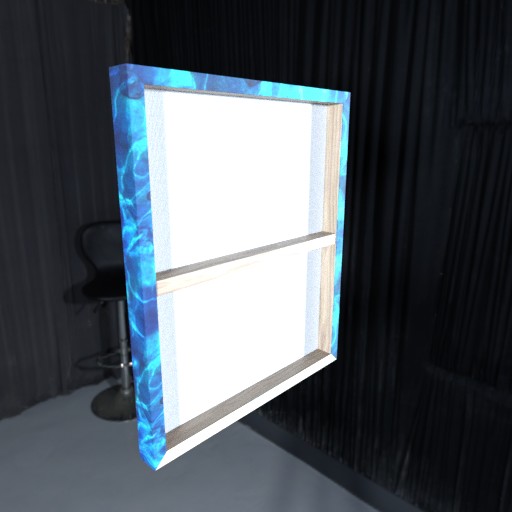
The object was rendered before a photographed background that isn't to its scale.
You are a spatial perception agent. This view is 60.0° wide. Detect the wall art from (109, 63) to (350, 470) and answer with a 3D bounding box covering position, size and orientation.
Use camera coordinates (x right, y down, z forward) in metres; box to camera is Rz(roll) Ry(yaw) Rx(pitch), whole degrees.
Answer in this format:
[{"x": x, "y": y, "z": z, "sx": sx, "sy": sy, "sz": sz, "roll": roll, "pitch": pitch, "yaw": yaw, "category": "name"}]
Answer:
[{"x": 0.000, "y": 0.000, "z": 0.693, "sx": 0.038, "sy": 0.508, "sz": 0.432, "roll": 14, "pitch": 20, "yaw": 42, "category": "wall art"}]
